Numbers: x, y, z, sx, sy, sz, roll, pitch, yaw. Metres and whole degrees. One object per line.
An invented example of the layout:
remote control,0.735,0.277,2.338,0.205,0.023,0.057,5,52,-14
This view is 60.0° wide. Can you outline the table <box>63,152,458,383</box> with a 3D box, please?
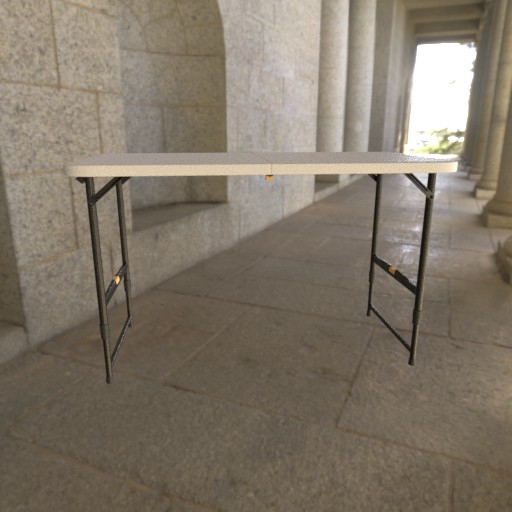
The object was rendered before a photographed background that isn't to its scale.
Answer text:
table,0.000,0.000,1.685,1.245,0.737,0.611,-2,16,-6
